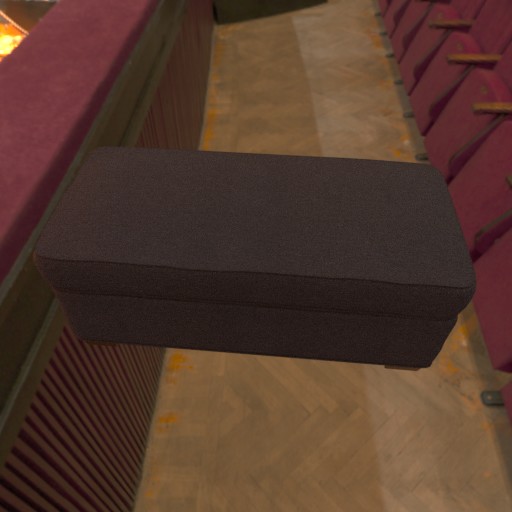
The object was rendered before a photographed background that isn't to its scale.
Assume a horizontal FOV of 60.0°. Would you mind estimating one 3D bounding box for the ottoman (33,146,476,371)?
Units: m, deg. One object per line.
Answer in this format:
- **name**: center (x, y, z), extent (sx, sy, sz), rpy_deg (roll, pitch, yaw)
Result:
- **ottoman**: center (0.000, 0.000, 1.373), extent (1.110, 0.460, 0.515), rpy_deg (4, 47, 4)
